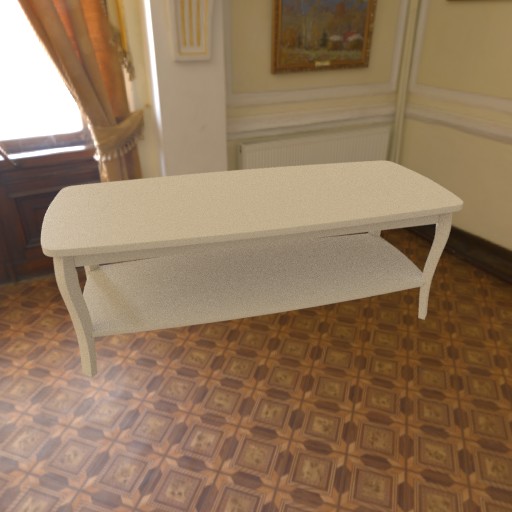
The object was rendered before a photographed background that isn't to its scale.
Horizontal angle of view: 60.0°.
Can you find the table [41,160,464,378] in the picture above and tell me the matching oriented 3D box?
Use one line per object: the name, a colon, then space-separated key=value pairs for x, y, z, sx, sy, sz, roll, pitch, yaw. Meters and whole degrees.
table: x=0.000 y=0.000 z=1.618 sx=1.334 sy=0.474 sz=0.561 roll=-7 pitch=29 yaw=-13
